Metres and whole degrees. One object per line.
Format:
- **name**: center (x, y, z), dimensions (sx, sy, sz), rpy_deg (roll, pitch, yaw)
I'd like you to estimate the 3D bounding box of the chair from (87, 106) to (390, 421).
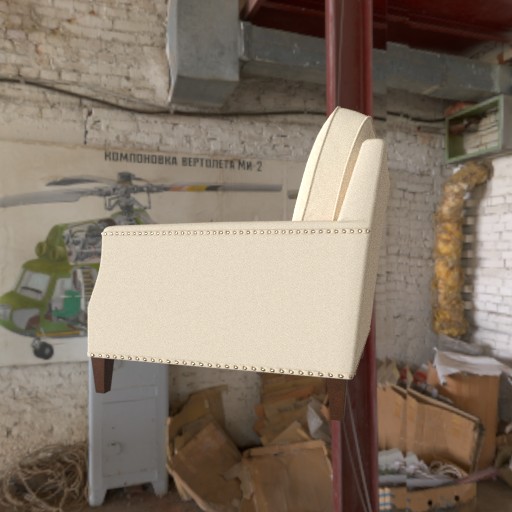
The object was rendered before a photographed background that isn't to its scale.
- **chair**: center (0.000, 0.000, 1.775), dimensions (1.014, 0.943, 0.853), rpy_deg (0, 1, 18)
